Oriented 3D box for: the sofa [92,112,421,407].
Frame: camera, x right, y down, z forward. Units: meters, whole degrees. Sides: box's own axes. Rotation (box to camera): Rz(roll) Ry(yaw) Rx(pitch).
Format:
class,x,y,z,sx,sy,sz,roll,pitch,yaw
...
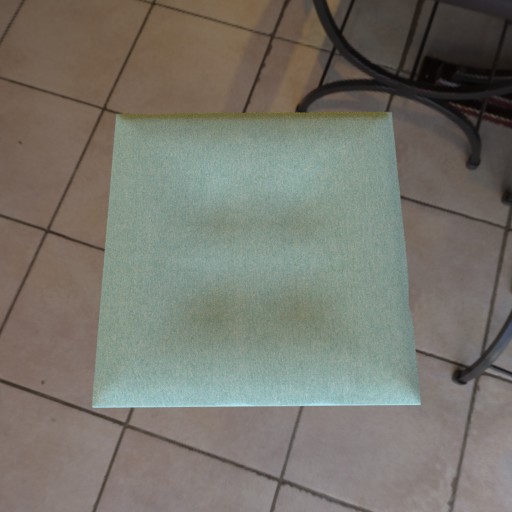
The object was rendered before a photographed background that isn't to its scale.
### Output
class,x,y,z,sx,sy,sz,roll,pitch,yaw
sofa,0.000,0.000,1.447,0.930,0.330,0.930,0,75,0
